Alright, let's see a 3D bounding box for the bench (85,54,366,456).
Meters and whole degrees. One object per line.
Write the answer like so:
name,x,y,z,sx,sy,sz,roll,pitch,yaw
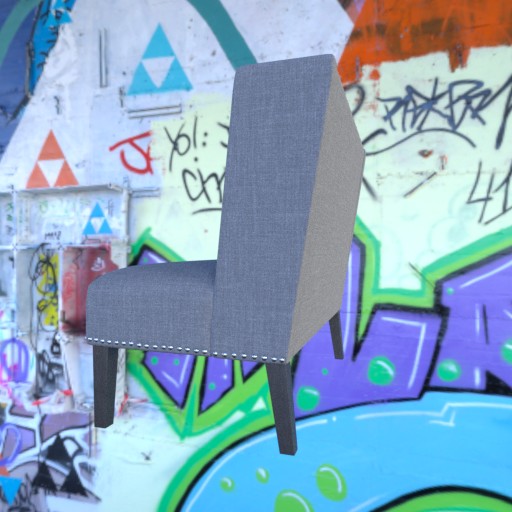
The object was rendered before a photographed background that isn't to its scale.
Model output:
bench,0.000,0.000,1.925,0.842,1.121,1.276,0,1,18
